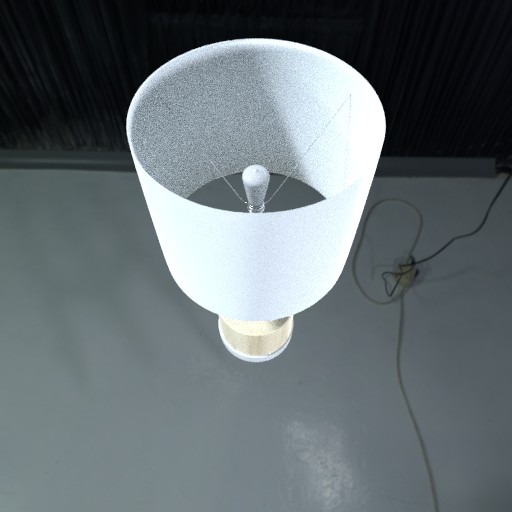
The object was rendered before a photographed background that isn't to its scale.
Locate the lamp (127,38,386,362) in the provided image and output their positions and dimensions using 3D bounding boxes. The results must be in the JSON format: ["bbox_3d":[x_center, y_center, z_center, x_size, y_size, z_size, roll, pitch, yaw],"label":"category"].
[{"bbox_3d":[0.000,0.000,0.590,0.229,0.470,0.229,-1,57,0],"label":"lamp"}]
